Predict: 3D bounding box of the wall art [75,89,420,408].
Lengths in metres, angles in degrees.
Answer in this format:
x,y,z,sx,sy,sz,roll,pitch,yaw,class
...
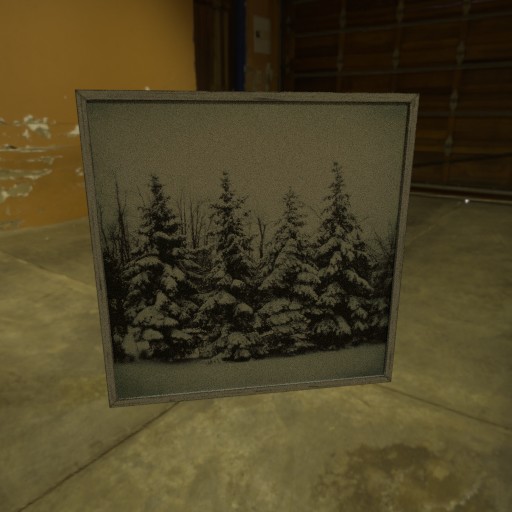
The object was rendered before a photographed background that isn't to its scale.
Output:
x,y,z,sx,sy,sz,roll,pitch,yaw,class
0.000,0.000,1.094,0.761,0.761,0.037,-3,17,-9,wall art
